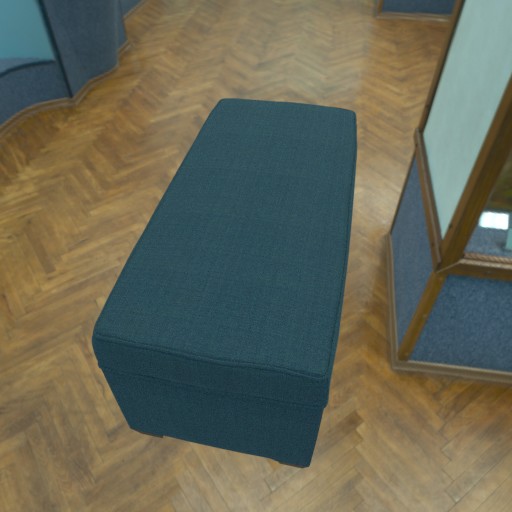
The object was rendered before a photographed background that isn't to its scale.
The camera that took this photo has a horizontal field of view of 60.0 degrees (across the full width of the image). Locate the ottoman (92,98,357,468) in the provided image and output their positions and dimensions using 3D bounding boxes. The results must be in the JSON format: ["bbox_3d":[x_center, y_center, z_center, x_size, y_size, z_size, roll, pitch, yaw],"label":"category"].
[{"bbox_3d":[0.000,0.000,1.219,0.474,0.474,0.943,9,46,8],"label":"ottoman"}]
